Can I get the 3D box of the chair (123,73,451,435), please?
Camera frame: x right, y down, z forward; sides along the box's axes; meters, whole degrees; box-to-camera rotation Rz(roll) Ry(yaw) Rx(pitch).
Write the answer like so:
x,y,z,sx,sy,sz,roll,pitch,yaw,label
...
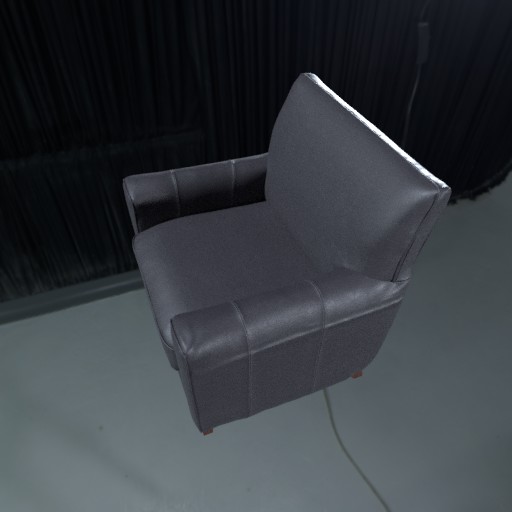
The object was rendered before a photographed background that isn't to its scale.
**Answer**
x,y,z,sx,sy,sz,roll,pitch,yaw,label
0.000,0.000,1.634,0.825,0.943,0.870,-16,47,-16,chair
